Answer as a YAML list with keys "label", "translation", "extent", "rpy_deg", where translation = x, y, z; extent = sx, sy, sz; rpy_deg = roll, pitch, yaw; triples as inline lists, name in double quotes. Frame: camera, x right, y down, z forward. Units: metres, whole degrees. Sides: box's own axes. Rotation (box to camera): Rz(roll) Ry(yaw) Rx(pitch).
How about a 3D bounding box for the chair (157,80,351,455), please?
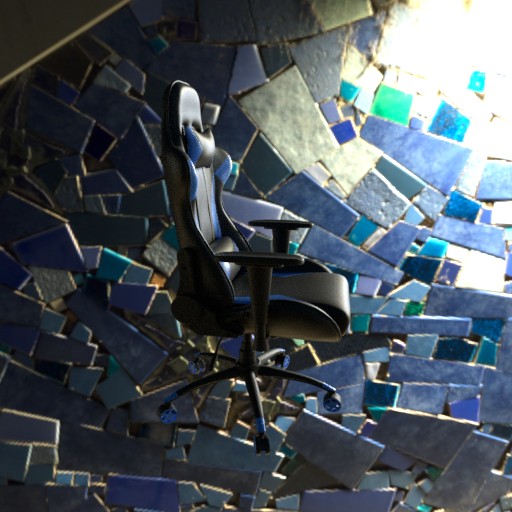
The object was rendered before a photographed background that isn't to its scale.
- label: "chair"
  translation: [0.000, 0.000, 1.723]
  extent: [0.730, 1.282, 0.695]
  rpy_deg: [3, 15, 10]
